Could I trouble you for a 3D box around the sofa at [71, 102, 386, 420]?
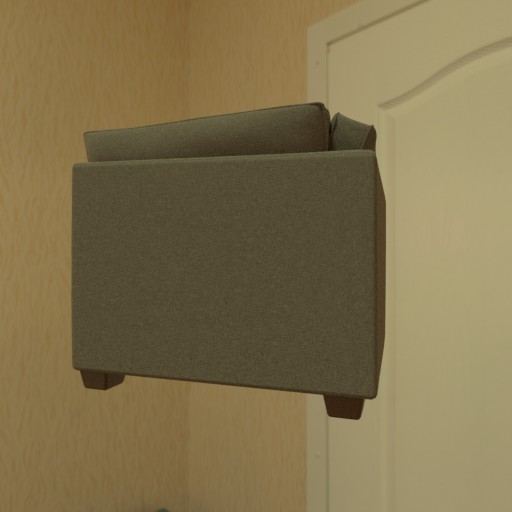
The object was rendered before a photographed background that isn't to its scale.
[{"bbox_3d":[0.000,0.000,1.866,1.042,0.951,1.050,0,0,18],"label":"sofa"}]
